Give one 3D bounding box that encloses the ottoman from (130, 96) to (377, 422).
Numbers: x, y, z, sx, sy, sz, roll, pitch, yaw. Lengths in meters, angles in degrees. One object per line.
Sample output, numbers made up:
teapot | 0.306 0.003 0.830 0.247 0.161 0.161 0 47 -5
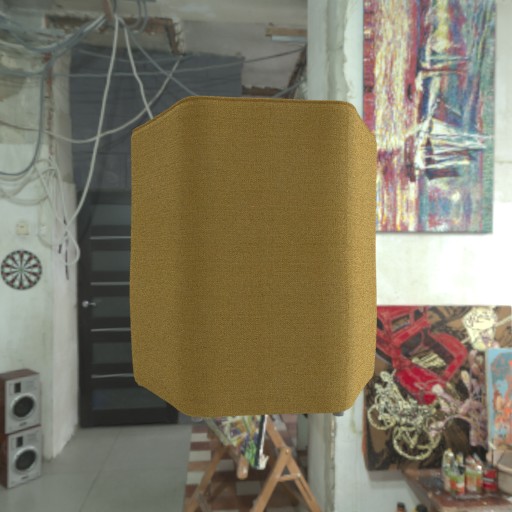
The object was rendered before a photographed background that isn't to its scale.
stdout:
ottoman | 0.000 0.000 0.886 0.443 0.502 0.494 0 1 -36
